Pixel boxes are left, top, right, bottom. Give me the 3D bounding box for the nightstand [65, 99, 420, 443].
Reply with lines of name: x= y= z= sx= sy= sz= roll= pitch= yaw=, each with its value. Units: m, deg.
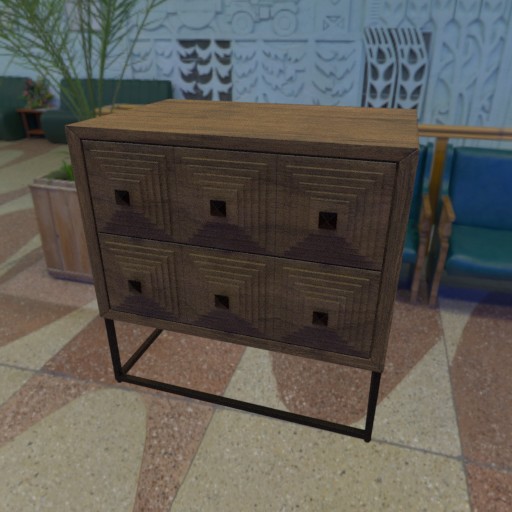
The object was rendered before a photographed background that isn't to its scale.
nightstand: x=0.000 y=0.000 z=1.011 sx=0.610 sy=0.610 sz=0.437 roll=8 pitch=27 yaw=16
